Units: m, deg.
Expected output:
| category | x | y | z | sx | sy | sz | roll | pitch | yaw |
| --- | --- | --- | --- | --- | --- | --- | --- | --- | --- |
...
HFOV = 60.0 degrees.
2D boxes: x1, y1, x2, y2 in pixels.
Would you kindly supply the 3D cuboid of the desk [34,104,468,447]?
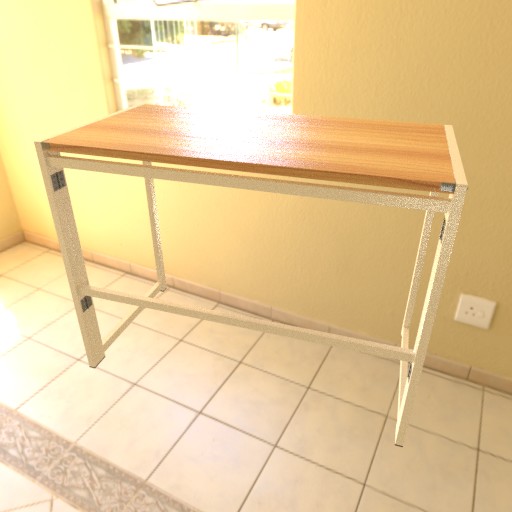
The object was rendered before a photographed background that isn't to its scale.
| category | x | y | z | sx | sy | sz | roll | pitch | yaw |
| --- | --- | --- | --- | --- | --- | --- | --- | --- | --- |
| desk | 0.000 | 0.000 | 1.376 | 1.016 | 0.762 | 0.508 | 9 | 31 | 15 |
